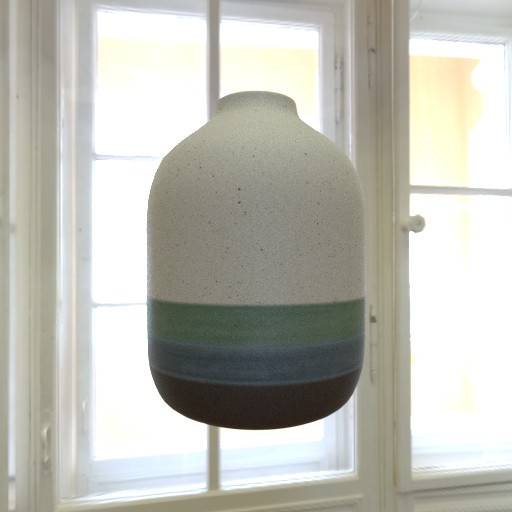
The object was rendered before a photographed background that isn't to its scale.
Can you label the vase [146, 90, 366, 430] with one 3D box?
[{"bbox_3d":[0.000,0.000,0.352,0.169,0.240,0.169,0,0,0],"label":"vase"}]
